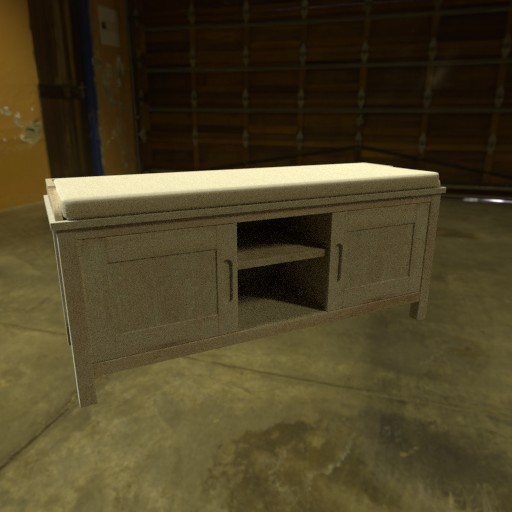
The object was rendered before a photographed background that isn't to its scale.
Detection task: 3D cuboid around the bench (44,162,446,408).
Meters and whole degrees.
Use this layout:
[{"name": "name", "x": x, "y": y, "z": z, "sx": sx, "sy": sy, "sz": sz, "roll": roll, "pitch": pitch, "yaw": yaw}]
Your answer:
[{"name": "bench", "x": 0.000, "y": 0.000, "z": 1.381, "sx": 1.140, "sy": 0.501, "sz": 0.398, "roll": -8, "pitch": 19, "yaw": -25}]
